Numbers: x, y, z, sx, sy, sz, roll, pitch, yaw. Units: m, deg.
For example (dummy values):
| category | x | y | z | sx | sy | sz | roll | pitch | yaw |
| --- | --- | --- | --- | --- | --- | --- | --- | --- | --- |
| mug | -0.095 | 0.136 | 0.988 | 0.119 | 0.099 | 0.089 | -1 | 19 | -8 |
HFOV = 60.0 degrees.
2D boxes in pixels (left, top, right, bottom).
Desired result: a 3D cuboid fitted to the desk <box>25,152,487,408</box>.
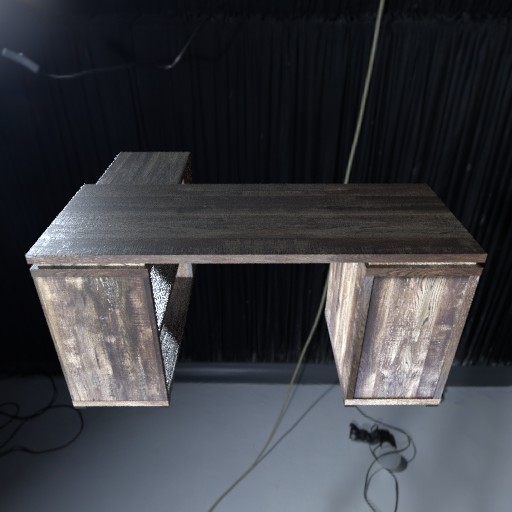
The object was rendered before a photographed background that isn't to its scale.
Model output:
| category | x | y | z | sx | sy | sz | roll | pitch | yaw |
| --- | --- | --- | --- | --- | --- | --- | --- | --- | --- |
| desk | 0.000 | 0.000 | 2.169 | 1.524 | 0.753 | 1.200 | 0 | 32 | 0 |
